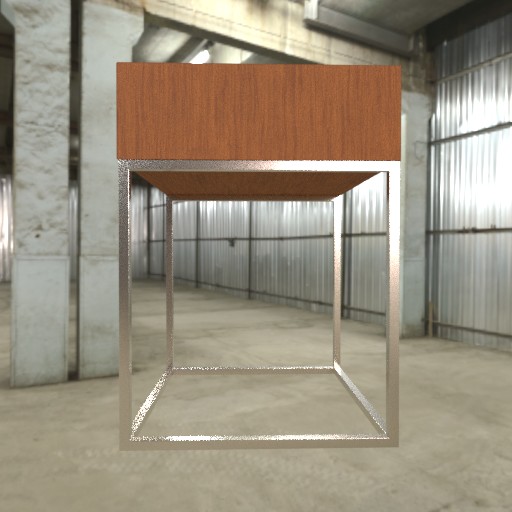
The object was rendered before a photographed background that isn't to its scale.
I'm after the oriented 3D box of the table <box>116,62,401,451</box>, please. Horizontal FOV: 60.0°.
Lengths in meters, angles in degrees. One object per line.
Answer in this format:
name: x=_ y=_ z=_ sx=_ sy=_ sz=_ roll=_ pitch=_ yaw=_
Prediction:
table: x=0.000 y=0.000 z=0.819 sx=0.398 sy=0.540 sz=0.397 roll=0 pitch=1 yaw=-2
